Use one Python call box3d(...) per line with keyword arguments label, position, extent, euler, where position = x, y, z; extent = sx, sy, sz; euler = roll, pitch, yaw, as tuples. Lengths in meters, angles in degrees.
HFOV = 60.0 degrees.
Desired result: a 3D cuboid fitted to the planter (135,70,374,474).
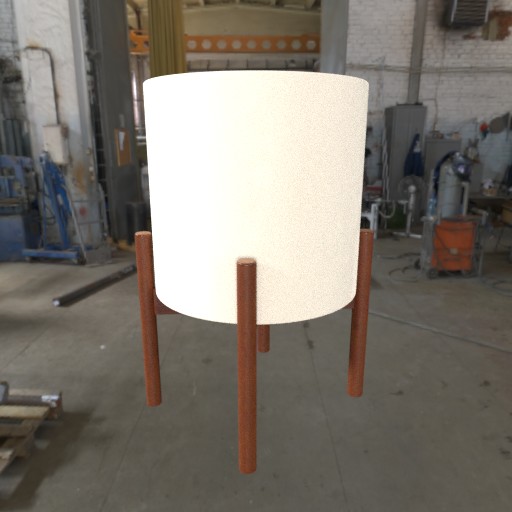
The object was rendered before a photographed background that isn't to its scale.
box3d(label="planter", position=(0.000, 0.000, 0.931), extent=(0.417, 0.670, 0.417), euler=(15, 21, 43))
